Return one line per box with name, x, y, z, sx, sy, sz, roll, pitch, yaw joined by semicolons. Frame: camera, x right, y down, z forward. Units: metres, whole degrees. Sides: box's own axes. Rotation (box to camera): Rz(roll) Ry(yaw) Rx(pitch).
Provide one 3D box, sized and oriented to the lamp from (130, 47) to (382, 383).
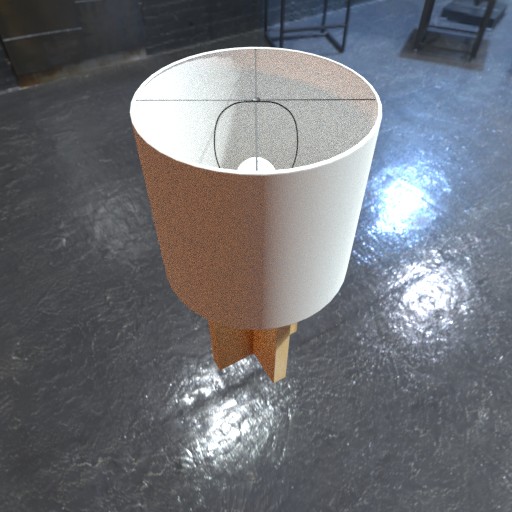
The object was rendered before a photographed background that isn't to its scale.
lamp;0.000;0.000;0.564;0.229;0.428;0.229;-23;51;-20
